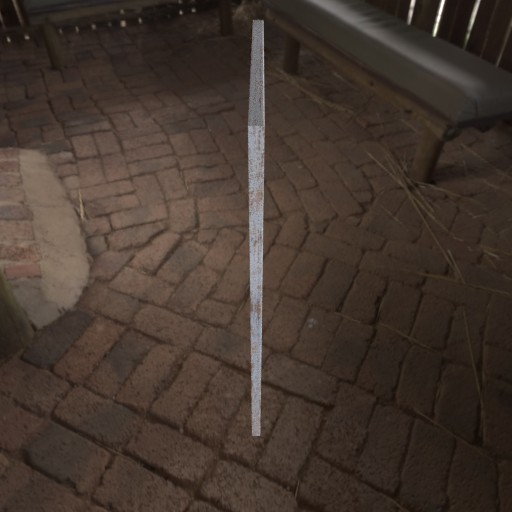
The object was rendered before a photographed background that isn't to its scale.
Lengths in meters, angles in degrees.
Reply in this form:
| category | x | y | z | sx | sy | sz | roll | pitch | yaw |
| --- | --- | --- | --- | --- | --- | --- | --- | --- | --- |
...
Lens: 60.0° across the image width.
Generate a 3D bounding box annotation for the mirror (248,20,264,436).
| category | x | y | z | sx | sy | sz | roll | pitch | yaw |
| --- | --- | --- | --- | --- | --- | --- | --- | --- | --- |
| mirror | 0.000 | 0.000 | 1.079 | 0.027 | 0.922 | 0.472 | 0 | 43 | 0 |
